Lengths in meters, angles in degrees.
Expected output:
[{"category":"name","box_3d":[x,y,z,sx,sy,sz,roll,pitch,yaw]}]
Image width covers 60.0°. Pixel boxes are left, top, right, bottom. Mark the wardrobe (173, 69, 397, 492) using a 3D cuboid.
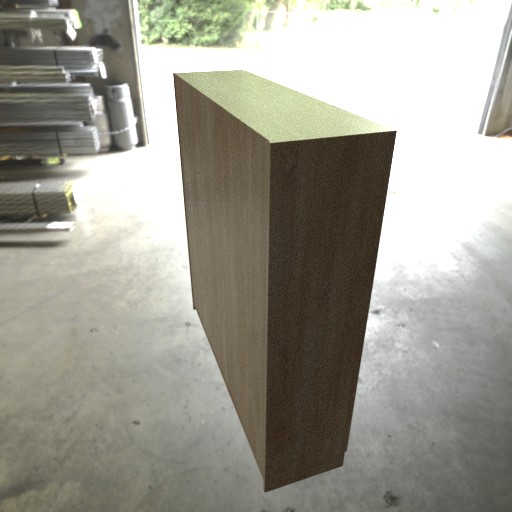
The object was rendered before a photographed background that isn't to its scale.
[{"category":"wardrobe","box_3d":[0.000,0.000,3.083,0.598,2.159,1.998,-10,31,-17]}]
